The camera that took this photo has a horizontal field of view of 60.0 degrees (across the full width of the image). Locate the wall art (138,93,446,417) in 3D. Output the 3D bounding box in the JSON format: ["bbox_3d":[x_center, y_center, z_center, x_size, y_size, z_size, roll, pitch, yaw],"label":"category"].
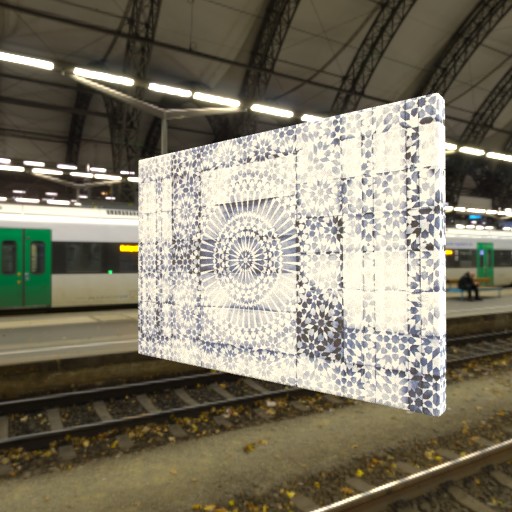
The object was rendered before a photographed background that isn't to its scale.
[{"bbox_3d":[0.000,0.000,0.754,0.608,0.406,0.030,0,-1,38],"label":"wall art"}]
